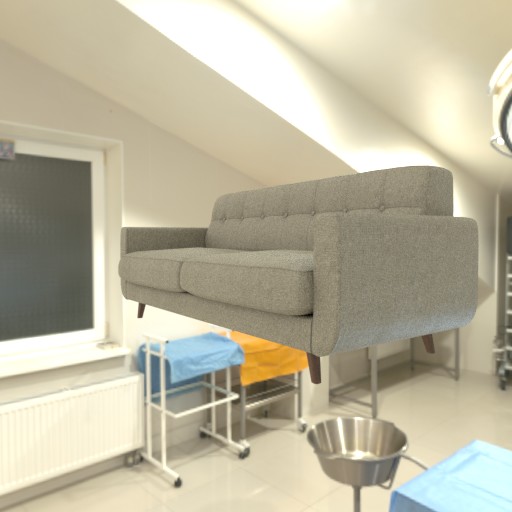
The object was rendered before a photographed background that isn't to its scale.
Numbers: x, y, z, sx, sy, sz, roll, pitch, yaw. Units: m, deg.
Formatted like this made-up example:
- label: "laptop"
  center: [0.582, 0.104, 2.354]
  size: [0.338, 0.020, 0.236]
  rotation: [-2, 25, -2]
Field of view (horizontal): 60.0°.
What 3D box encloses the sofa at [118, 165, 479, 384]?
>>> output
- label: "sofa"
  center: [0.000, 0.000, 2.514]
  size: [0.968, 0.873, 2.055]
  rotation: [-1, 2, -36]
